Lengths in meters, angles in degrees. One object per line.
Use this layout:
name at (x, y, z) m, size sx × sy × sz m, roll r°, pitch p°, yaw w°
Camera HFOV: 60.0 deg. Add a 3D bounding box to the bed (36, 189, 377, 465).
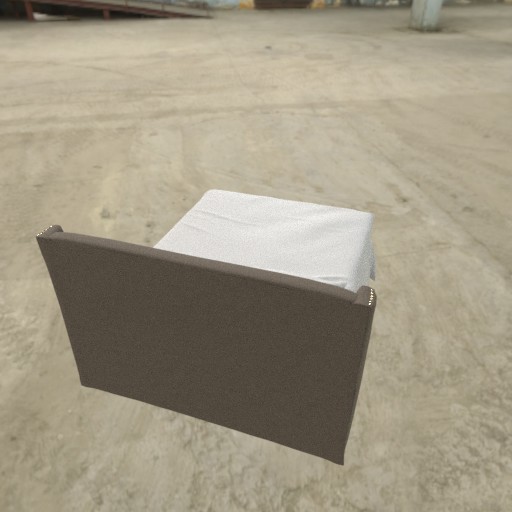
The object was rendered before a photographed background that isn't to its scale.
bed at (0.000, 0.000, 3.505) m, size 1.925 × 1.332 × 2.276 m, roll 11°, pitch 35°, yaw 16°
